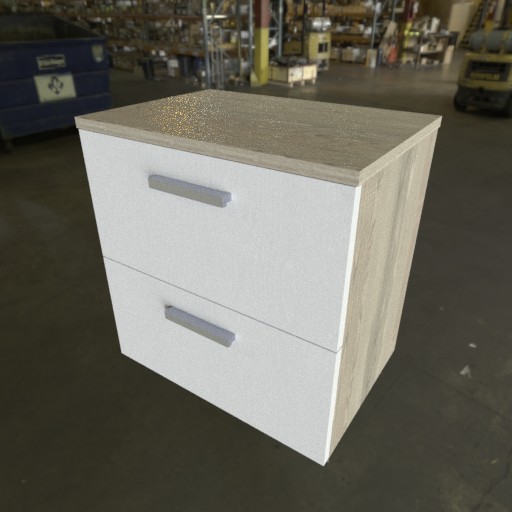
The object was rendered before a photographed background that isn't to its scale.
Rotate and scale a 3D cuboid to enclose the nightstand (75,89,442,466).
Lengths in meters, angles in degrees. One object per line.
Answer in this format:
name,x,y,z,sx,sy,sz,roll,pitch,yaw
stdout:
nightstand,0.000,0.000,0.756,0.442,0.461,0.325,18,34,29
